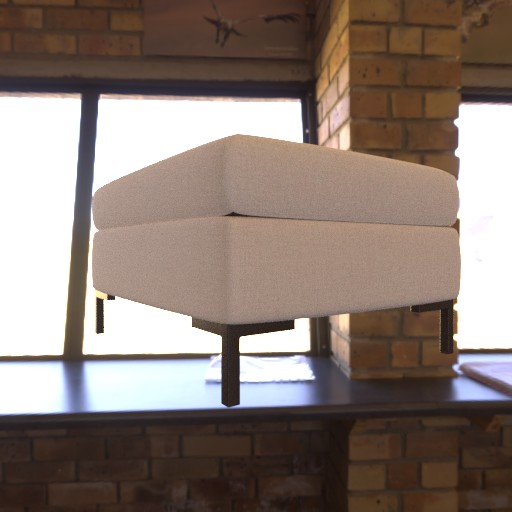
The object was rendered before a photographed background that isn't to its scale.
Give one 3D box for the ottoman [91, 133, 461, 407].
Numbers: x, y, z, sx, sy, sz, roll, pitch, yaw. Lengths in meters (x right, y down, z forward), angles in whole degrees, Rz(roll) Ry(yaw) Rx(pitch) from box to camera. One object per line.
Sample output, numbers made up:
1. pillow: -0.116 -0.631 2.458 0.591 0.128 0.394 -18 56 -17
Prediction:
1. ottoman: 0.000 0.000 1.161 0.657 0.453 0.794 -1 1 -35
